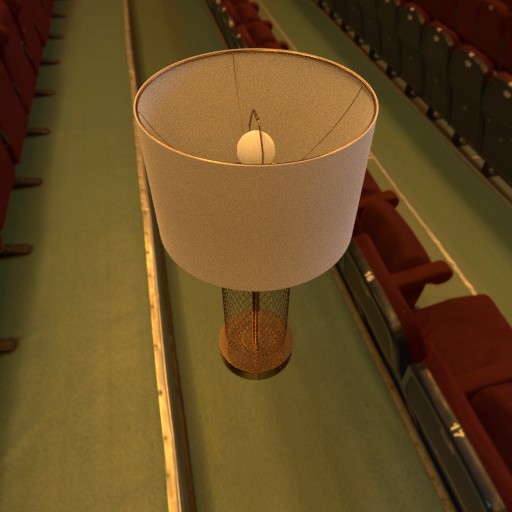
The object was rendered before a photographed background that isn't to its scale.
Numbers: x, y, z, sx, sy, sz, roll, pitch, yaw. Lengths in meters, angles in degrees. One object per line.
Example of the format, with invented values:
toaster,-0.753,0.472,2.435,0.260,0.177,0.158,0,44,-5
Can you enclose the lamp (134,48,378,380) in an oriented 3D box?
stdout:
lamp,0.000,0.000,0.638,0.252,0.483,0.252,-10,47,-9
